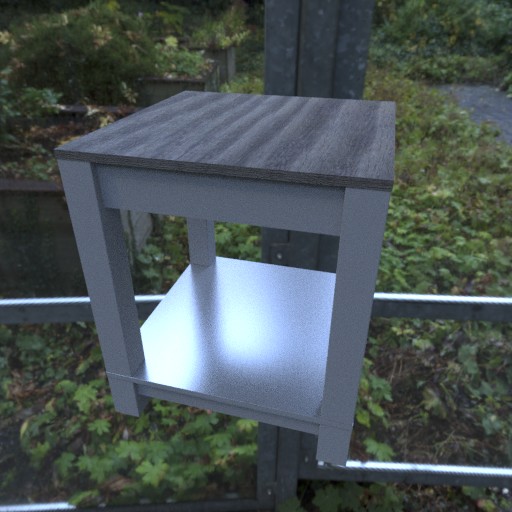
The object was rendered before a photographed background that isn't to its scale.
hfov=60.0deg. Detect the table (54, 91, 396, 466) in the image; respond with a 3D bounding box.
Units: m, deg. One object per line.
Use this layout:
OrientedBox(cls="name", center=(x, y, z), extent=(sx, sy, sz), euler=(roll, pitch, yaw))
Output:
OrientedBox(cls="table", center=(0.000, 0.000, 0.981), extent=(0.504, 0.587, 0.506), euler=(8, 31, 13))
